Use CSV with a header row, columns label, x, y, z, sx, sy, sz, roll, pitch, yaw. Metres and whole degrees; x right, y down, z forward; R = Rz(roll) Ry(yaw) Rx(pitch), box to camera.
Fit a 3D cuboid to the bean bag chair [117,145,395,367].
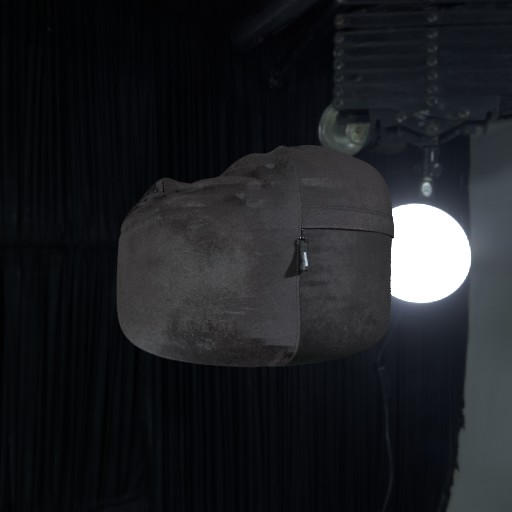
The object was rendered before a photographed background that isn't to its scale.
label,x,y,z,sx,sy,sz,roll,pitch,yaw
bean bag chair,0.000,0.000,1.527,0.918,0.605,0.918,0,-1,0
